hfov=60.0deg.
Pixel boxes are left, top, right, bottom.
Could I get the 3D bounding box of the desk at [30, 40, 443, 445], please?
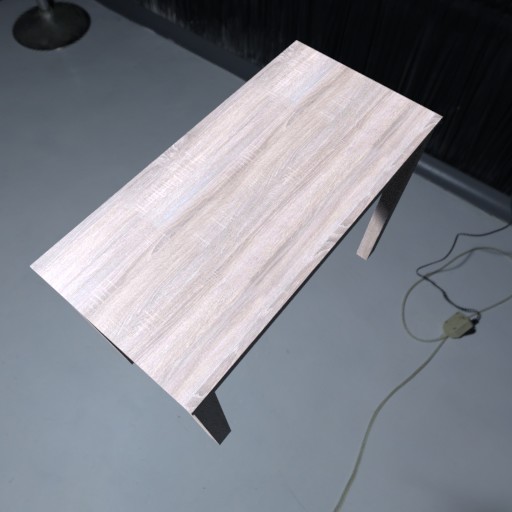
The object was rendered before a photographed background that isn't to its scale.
[{"bbox_3d":[0.000,0.000,1.432,0.495,0.762,0.991,36,68,17],"label":"desk"}]
